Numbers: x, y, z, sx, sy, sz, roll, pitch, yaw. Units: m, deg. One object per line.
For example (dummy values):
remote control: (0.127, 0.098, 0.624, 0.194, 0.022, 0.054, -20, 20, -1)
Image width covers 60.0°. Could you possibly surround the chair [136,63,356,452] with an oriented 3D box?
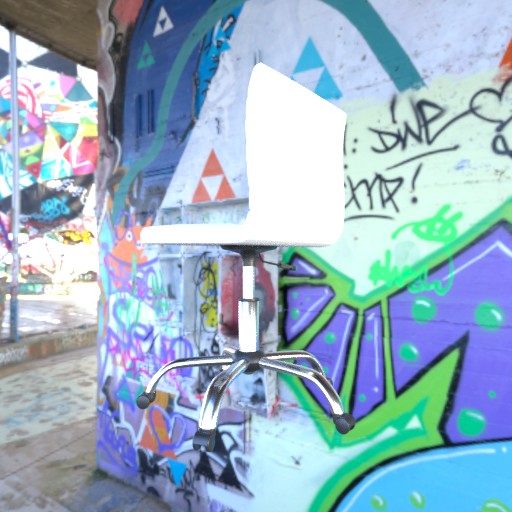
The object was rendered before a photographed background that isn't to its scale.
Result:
chair: (0.000, 0.000, 1.129, 0.530, 0.780, 0.556, 0, 0, 37)
